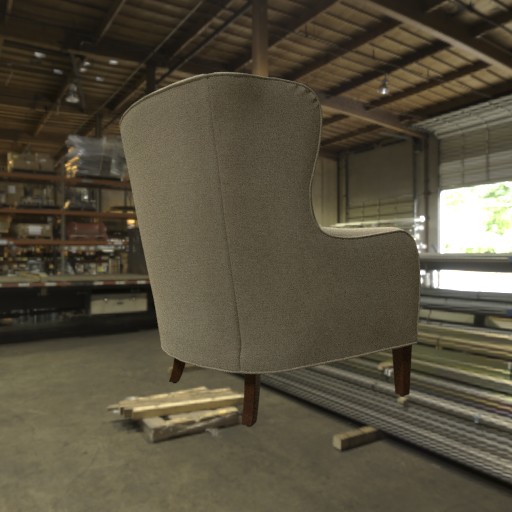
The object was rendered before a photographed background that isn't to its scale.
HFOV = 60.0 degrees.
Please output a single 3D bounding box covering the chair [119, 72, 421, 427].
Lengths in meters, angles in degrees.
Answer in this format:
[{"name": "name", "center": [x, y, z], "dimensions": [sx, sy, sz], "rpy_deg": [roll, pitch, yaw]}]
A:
[{"name": "chair", "center": [0.000, 0.000, 1.702], "dimensions": [0.966, 1.040, 0.838], "rpy_deg": [0, 1, -35]}]
